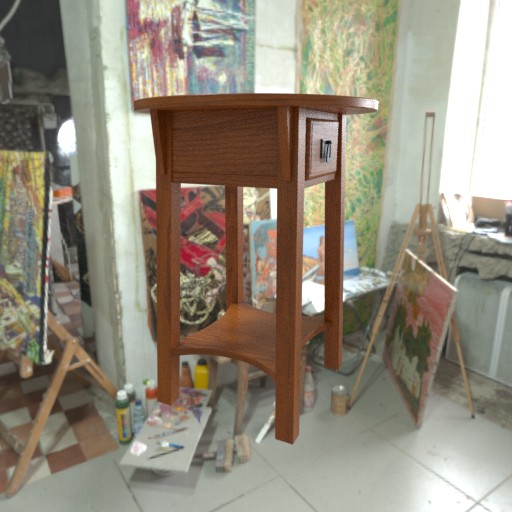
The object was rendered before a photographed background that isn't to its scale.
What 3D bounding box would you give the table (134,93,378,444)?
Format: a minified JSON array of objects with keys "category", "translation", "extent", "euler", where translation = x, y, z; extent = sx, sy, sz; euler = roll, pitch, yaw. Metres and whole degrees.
[{"category":"table","translation":[0.000,0.000,0.936],"extent":[0.457,0.610,0.457],"euler":[0,15,0]}]
